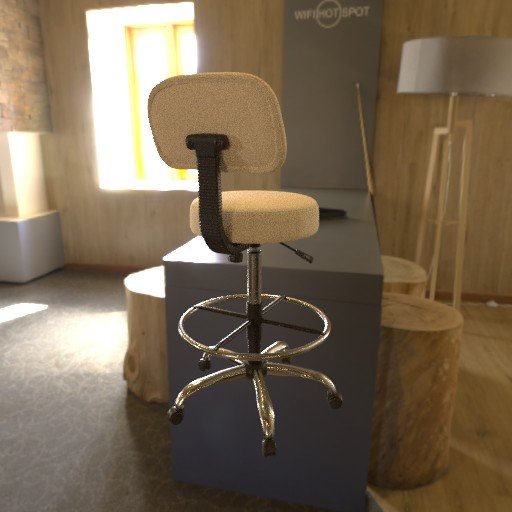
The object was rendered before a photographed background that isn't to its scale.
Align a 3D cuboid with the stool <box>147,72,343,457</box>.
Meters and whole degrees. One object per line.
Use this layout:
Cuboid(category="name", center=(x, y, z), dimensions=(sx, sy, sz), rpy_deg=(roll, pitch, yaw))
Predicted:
Cuboid(category="stool", center=(0.000, 0.000, 1.486), dimensions=(0.609, 1.080, 0.616), rpy_deg=(8, 17, 27))
